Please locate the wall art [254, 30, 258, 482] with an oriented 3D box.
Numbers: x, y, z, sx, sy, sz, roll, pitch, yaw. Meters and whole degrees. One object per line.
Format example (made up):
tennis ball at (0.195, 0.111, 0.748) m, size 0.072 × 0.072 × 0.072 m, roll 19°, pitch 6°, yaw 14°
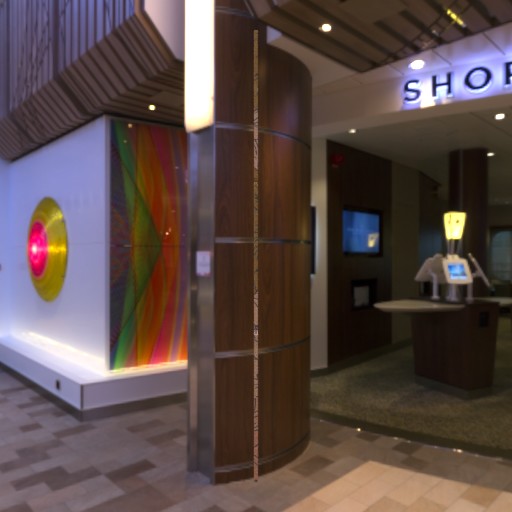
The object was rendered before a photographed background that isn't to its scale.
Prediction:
wall art at (0.000, 0.000, 2.263) m, size 0.013 × 1.534 × 1.519 m, roll 0°, pitch 0°, yaw 0°
